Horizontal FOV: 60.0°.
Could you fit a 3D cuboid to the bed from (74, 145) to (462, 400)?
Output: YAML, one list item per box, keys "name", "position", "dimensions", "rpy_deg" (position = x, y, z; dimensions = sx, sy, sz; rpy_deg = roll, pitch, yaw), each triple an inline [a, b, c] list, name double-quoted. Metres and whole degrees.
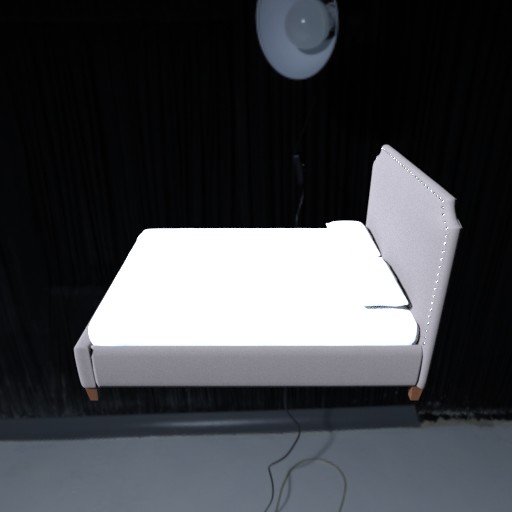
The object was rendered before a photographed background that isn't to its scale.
- name: "bed"
  position: [0.000, 0.000, 3.495]
  dimensions: [2.372, 1.443, 1.713]
  rpy_deg: [0, 26, 0]
